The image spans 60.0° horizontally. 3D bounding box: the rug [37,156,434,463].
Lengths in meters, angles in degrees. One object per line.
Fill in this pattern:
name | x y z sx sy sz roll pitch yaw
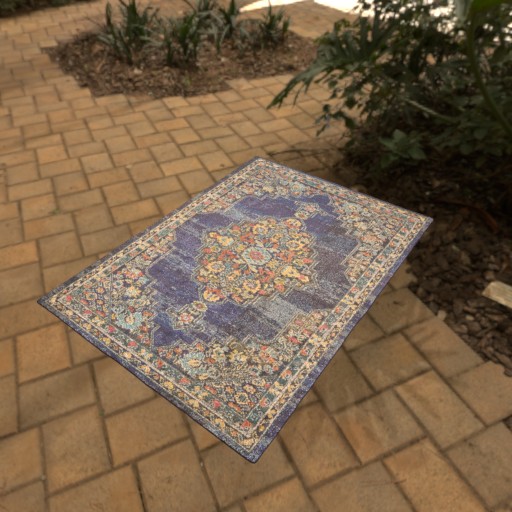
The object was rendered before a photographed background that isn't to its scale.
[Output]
rug | 0.000 0.000 2.952 1.630 0.009 2.232 26 47 27
